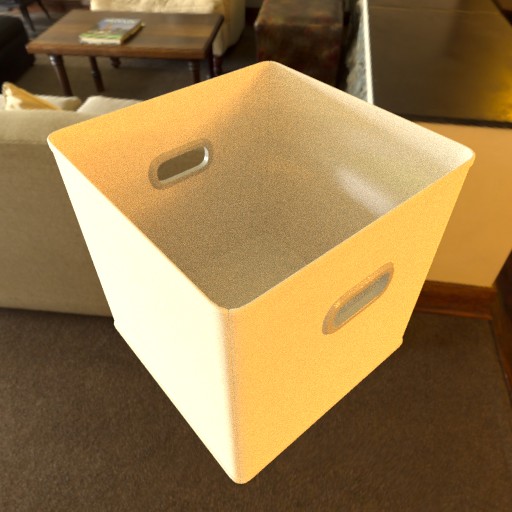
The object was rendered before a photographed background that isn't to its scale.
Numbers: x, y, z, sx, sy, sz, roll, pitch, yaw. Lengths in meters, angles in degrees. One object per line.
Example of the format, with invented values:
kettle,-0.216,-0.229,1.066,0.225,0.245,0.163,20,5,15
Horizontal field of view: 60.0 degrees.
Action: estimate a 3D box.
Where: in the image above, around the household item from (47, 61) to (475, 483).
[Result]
household item,0.000,0.000,0.534,0.305,0.305,0.305,-31,52,-27
